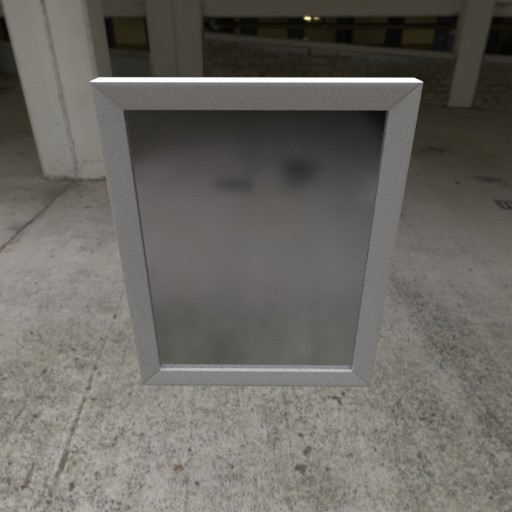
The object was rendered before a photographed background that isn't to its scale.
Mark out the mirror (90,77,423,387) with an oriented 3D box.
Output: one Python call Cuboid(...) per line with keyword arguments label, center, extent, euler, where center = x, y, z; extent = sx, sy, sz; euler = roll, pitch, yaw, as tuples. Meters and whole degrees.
Cuboid(label="mirror", center=(0.000, 0.000, 0.679), extent=(0.405, 0.508, 0.041), euler=(0, 29, 0))
